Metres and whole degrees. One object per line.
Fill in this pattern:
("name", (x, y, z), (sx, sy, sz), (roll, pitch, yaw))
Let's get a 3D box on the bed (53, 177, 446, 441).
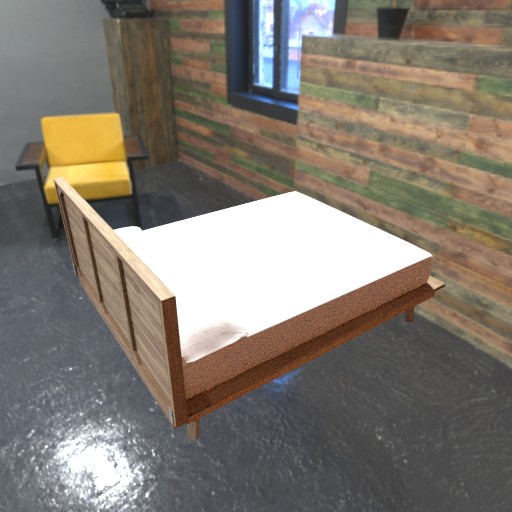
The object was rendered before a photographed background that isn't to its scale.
("bed", (0.000, 0.000, 3.167), (2.145, 1.071, 1.759), (-19, 34, -30))
